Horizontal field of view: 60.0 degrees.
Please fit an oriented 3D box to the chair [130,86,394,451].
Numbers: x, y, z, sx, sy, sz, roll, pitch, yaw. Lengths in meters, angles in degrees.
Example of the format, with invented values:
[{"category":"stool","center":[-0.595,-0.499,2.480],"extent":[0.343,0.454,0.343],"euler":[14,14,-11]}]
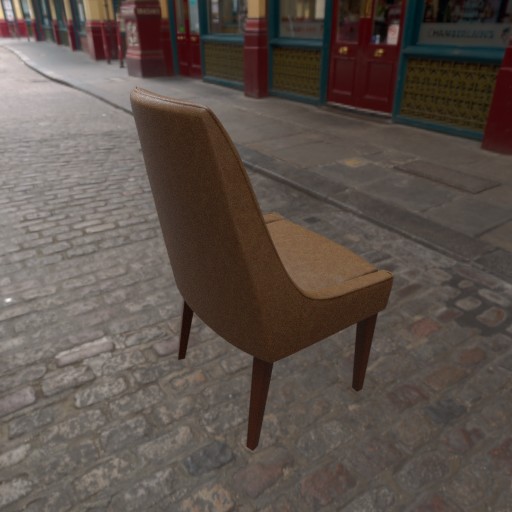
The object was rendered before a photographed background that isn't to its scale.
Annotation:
[{"category":"chair","center":[0.000,0.000,1.196],"extent":[0.544,0.861,0.529],"euler":[-17,32,-30]}]
